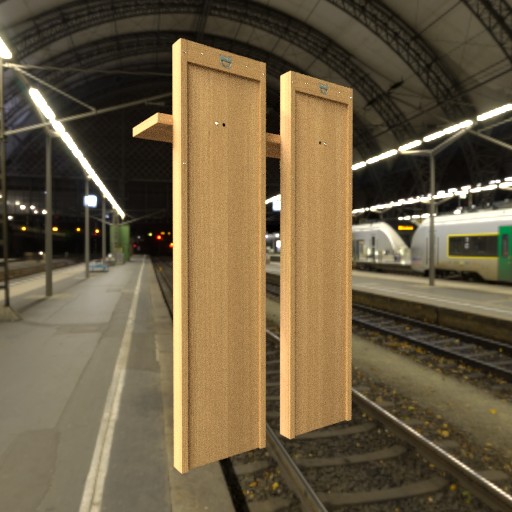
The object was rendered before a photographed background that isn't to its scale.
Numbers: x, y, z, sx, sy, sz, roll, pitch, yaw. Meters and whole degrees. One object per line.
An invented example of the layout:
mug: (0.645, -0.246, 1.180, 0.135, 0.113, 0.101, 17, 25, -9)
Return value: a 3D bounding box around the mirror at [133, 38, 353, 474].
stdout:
mirror: (0.000, 0.000, 1.579, 0.800, 1.250, 0.260, -1, 1, -35)
